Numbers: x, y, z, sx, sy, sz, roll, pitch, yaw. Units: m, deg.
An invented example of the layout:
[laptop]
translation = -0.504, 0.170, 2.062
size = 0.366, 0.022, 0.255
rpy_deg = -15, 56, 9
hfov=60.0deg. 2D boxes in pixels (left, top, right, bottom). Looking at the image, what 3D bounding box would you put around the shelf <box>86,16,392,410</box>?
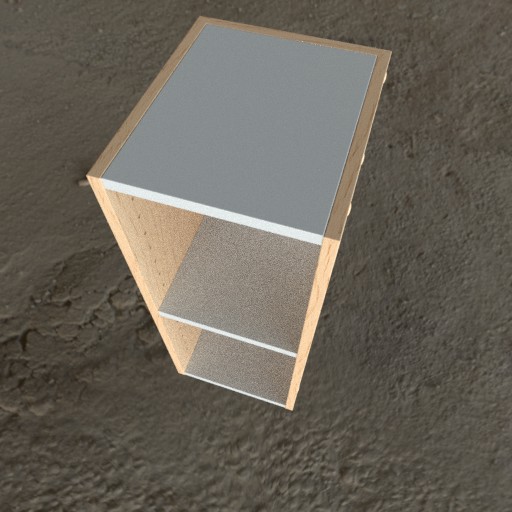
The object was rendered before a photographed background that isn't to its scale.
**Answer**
[shelf]
translation = 0.000, 0.000, 0.729
size = 0.250, 0.600, 0.290
rpy_deg = 15, 59, 10
